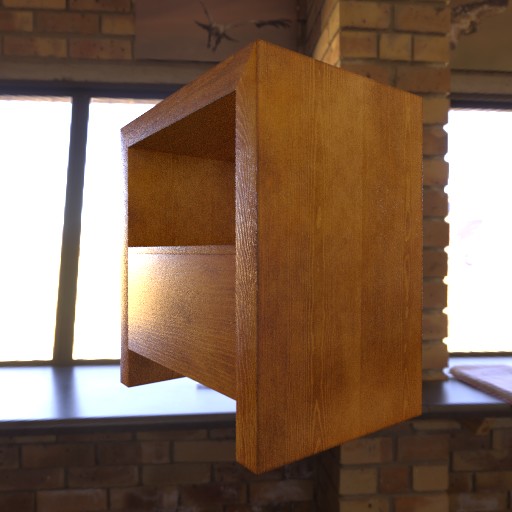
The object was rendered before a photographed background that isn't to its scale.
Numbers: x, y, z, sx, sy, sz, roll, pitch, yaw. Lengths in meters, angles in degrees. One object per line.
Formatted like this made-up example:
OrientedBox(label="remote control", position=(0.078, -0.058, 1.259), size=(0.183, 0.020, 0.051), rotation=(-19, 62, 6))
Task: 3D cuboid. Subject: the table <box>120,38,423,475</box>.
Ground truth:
OrientedBox(label="table", position=(0.000, 0.000, 0.953), size=(0.400, 0.605, 0.550), rotation=(0, 0, -36))
